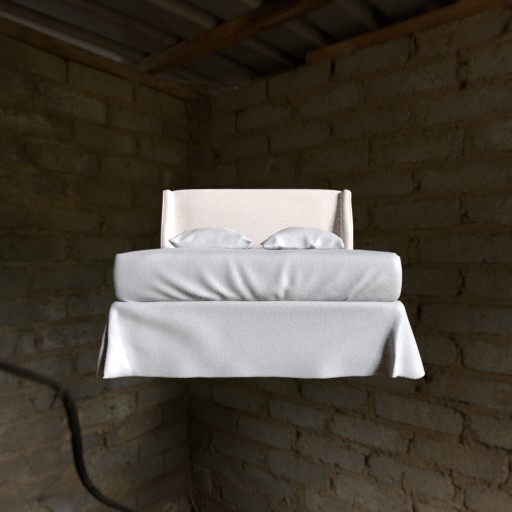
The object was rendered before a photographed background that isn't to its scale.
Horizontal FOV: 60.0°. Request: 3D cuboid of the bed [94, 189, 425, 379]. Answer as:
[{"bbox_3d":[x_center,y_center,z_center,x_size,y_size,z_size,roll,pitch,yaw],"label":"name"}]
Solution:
[{"bbox_3d":[0.000,0.000,3.490,1.925,1.332,2.276,0,1,0],"label":"bed"}]
